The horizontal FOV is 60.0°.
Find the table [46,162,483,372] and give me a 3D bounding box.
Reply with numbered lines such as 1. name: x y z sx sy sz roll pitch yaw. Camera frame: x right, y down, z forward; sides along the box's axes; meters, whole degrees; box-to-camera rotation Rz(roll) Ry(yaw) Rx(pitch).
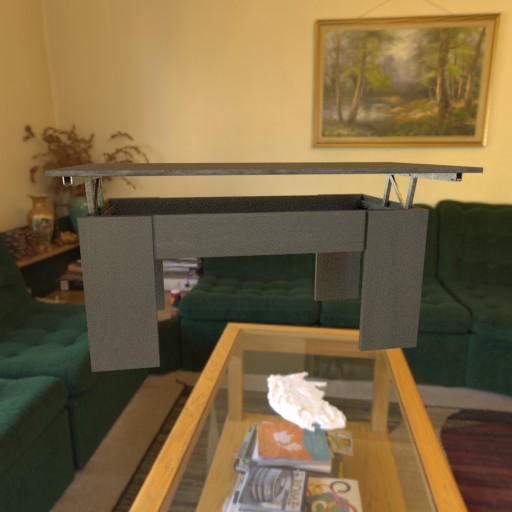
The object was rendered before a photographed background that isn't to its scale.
1. table: 0.000 0.000 1.400 1.000 0.570 0.711 -2 14 -9
